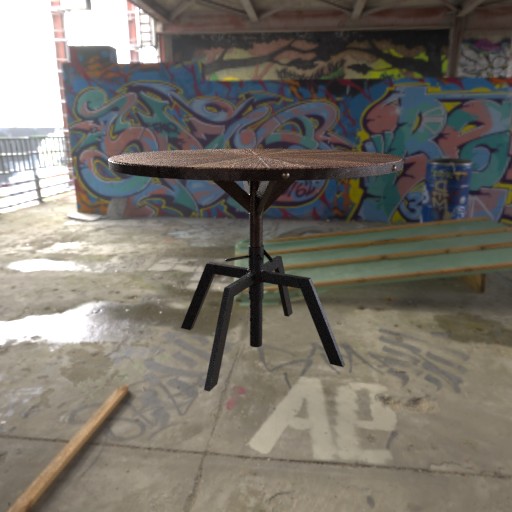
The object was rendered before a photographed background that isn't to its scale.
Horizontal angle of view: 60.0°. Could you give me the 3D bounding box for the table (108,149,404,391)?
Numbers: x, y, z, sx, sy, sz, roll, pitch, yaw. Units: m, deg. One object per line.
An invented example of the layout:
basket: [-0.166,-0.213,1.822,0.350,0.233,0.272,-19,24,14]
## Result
table: [0.000,0.000,1.484,0.885,0.658,0.885,0,16,0]
